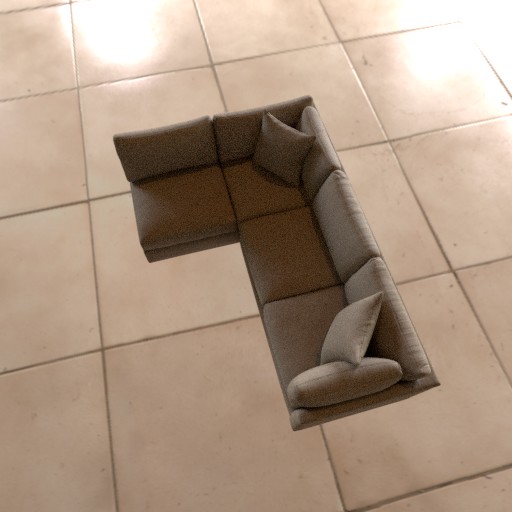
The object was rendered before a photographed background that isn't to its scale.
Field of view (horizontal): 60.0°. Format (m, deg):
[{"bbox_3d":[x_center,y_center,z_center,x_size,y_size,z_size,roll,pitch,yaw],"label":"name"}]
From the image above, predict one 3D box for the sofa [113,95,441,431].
[{"bbox_3d":[0.000,0.000,3.875,1.994,0.978,2.896,-13,64,-7],"label":"sofa"}]
